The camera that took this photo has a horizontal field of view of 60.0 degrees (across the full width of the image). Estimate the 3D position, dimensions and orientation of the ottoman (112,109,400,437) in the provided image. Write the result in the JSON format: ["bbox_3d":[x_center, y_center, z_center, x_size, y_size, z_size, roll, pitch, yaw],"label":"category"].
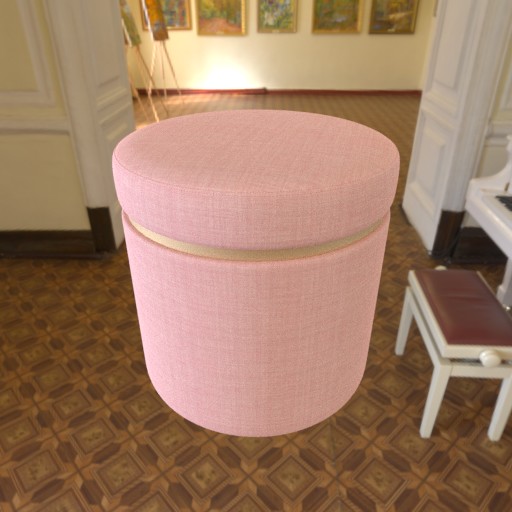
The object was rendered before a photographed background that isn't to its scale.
[{"bbox_3d":[0.000,0.000,0.724,0.400,0.406,0.400,0,30,0],"label":"ottoman"}]
